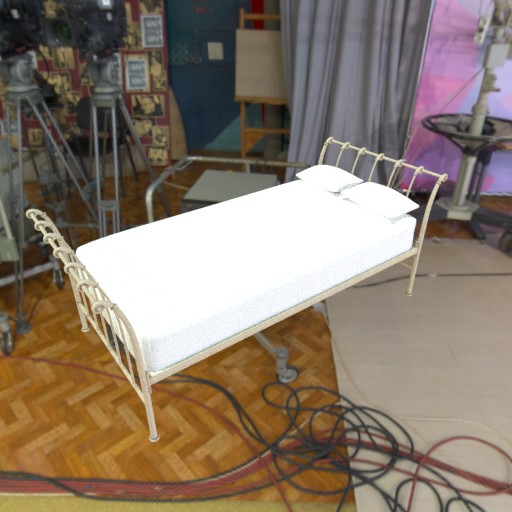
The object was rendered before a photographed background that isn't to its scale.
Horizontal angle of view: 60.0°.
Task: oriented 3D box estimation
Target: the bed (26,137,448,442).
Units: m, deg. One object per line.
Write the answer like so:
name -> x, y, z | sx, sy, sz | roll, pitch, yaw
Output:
bed -> 0.000, 0.000, 2.734 | 2.228, 0.873, 1.032 | -21, 37, -31
